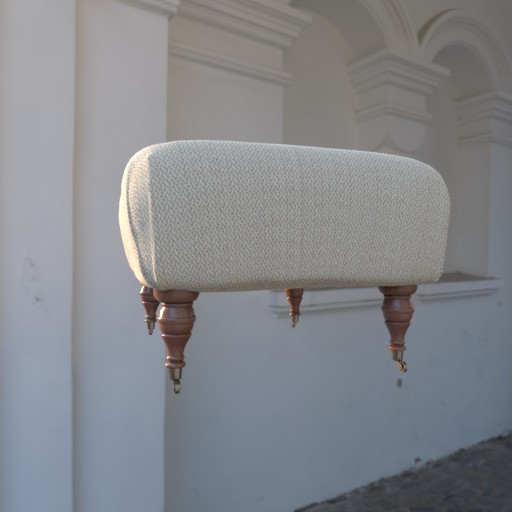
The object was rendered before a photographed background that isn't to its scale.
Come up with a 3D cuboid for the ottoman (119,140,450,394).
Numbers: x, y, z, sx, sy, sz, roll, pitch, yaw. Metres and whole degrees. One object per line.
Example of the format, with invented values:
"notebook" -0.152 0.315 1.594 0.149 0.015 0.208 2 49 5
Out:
"ottoman" 0.000 0.000 1.059 0.622 0.447 0.684 0 0 -18
